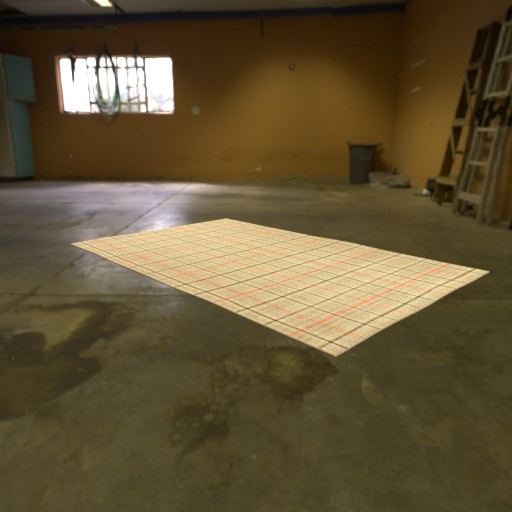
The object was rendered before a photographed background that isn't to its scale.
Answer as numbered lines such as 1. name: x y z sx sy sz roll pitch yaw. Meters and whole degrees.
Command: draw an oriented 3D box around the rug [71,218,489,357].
1. rug: 0.000 0.000 2.986 1.524 0.015 2.439 -14 21 -42
